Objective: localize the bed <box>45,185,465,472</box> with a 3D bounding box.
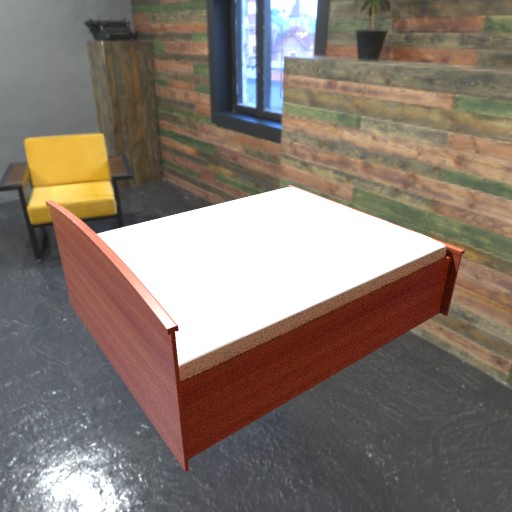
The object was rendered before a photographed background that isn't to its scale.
[{"bbox_3d":[0.000,0.000,2.898,2.053,0.848,1.683,-19,32,-32],"label":"bed"}]
